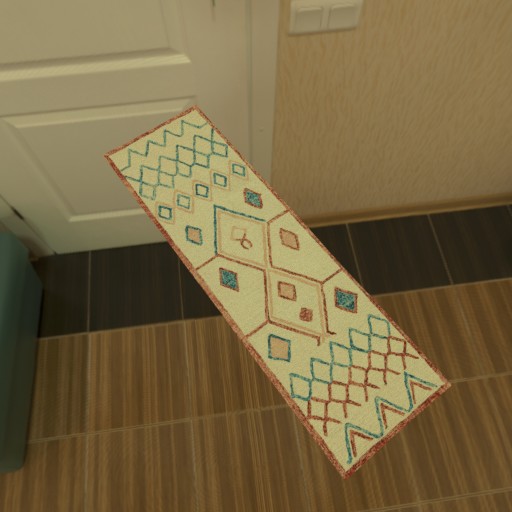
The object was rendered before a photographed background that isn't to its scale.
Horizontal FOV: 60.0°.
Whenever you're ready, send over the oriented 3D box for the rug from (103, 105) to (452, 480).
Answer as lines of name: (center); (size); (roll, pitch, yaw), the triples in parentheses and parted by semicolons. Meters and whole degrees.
rug: (0.000, 0.000, 2.653); (0.750, 0.011, 2.435); (-34, 69, -15)
